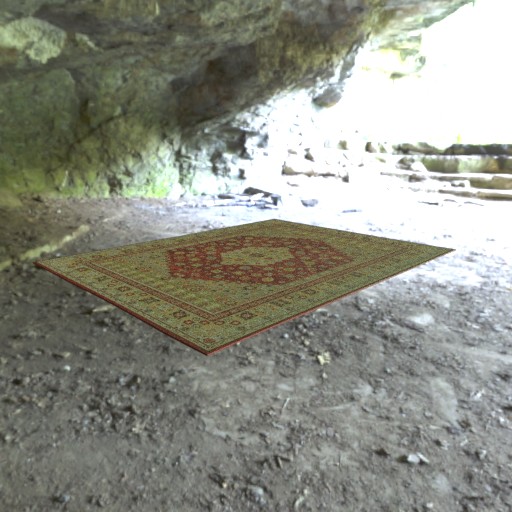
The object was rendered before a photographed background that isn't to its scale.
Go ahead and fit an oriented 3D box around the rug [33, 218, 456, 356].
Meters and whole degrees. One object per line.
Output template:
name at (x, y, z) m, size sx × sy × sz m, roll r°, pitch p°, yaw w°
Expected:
rug at (0.000, 0.000, 4.035) m, size 3.053 × 0.013 × 2.387 m, roll -14°, pitch 20°, yaw -43°
